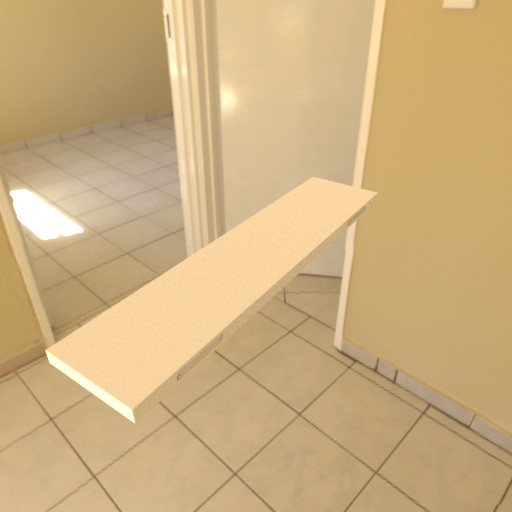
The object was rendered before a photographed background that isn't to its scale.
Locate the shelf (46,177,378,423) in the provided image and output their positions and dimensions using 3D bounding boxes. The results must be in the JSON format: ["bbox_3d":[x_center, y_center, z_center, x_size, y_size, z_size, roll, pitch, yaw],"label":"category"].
[{"bbox_3d":[0.000,0.000,0.670,0.140,0.020,0.610,20,38,29],"label":"shelf"}]
